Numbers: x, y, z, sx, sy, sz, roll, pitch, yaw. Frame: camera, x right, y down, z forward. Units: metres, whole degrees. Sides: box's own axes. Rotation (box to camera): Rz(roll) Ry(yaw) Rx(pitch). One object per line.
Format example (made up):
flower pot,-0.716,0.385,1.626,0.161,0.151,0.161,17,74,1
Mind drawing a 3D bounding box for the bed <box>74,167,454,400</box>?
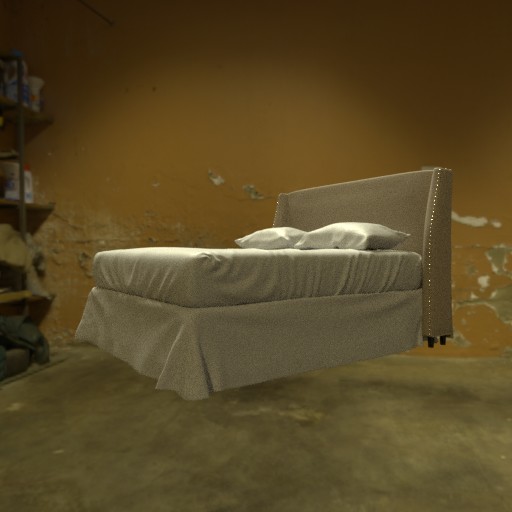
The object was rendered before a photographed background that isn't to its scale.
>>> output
bed,0.000,0.000,3.407,2.276,1.332,1.925,0,1,-36
